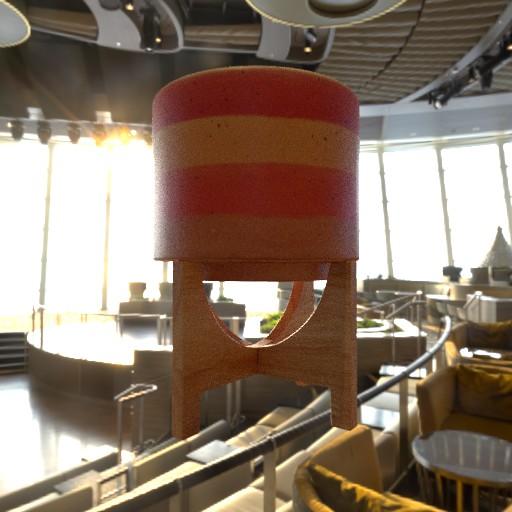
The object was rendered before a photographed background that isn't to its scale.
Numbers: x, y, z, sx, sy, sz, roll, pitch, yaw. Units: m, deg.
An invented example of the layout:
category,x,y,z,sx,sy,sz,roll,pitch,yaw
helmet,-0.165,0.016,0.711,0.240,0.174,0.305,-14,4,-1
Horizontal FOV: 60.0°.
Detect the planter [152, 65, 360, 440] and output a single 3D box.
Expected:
category,x,y,z,sx,sy,sz,roll,pitch,yaw
planter,0.000,0.000,0.565,0.269,0.379,0.269,0,-1,0
